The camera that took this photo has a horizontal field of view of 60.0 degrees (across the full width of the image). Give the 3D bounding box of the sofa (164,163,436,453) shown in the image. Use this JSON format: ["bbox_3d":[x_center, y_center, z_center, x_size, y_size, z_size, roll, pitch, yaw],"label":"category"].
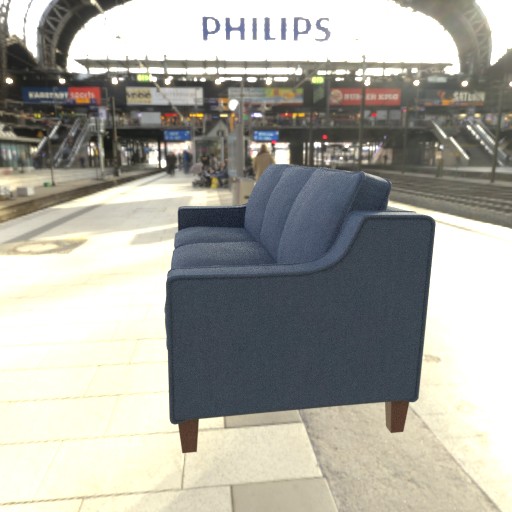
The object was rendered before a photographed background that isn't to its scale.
[{"bbox_3d":[0.000,0.000,2.429,0.911,0.974,1.986,-2,13,-8],"label":"sofa"}]
